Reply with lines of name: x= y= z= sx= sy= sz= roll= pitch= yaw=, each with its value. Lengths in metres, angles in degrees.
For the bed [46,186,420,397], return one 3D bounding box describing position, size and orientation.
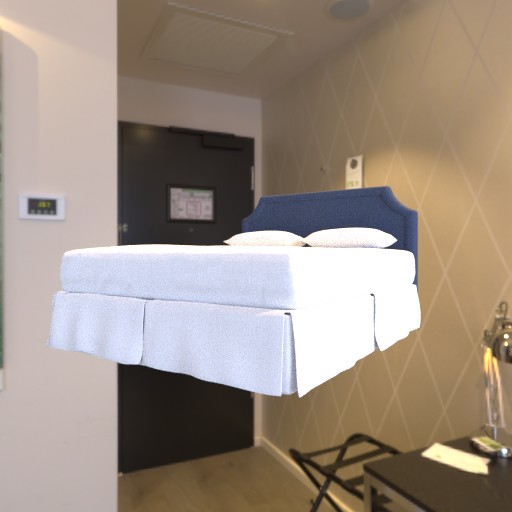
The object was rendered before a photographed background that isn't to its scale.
bed: x=0.000 y=0.000 z=4.063 sx=2.350 sy=1.488 sz=2.773 roll=0 pitch=0 yaw=34
